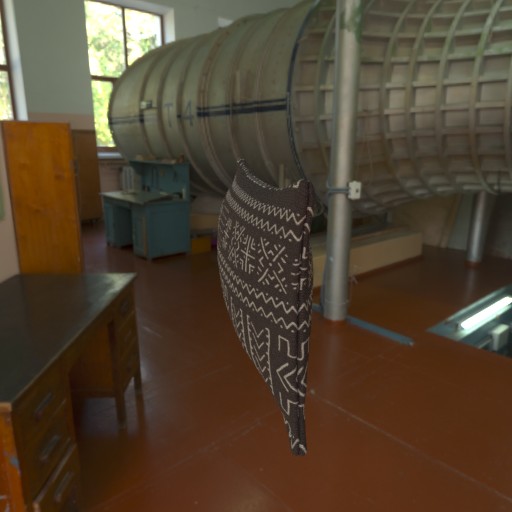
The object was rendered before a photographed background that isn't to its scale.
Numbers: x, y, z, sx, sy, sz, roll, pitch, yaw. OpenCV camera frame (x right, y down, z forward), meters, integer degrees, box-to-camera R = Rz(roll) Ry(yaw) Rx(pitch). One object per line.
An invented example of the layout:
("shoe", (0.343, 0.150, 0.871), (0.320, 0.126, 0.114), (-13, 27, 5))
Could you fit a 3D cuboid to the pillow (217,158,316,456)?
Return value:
("pillow", (0.000, 0.000, 0.791), (0.135, 0.322, 0.667), (-2, 15, -8))
